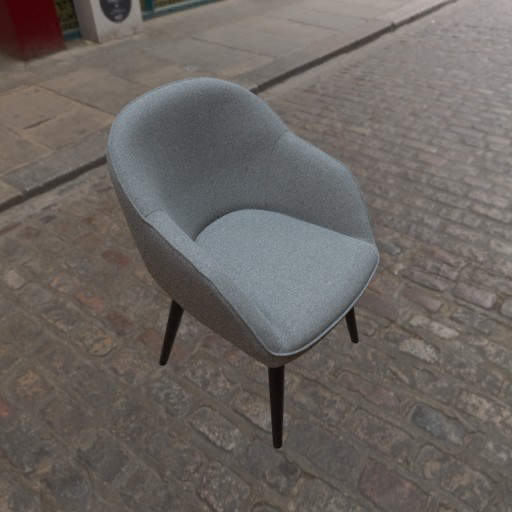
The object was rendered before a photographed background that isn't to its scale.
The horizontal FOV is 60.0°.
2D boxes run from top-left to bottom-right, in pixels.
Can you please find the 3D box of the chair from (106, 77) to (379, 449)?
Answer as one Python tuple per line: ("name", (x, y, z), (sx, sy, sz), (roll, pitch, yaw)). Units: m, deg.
("chair", (0.000, 0.000, 1.234), (0.611, 0.810, 0.589), (26, 46, 28))
